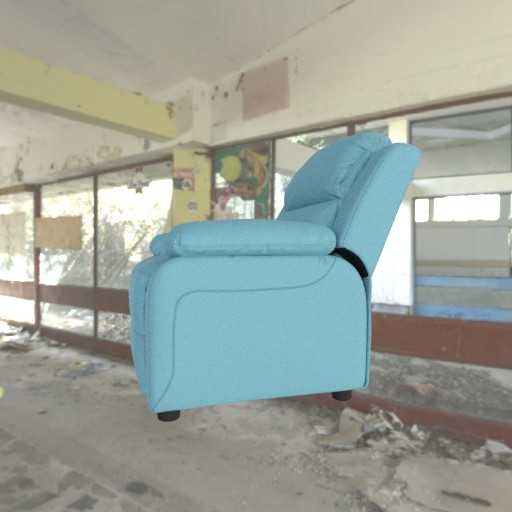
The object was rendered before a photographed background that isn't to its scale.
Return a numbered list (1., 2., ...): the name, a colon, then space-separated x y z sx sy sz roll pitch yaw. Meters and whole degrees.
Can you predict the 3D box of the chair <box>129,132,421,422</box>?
1. chair: 0.000 0.000 1.289 0.709 0.702 0.680 0 0 -17
